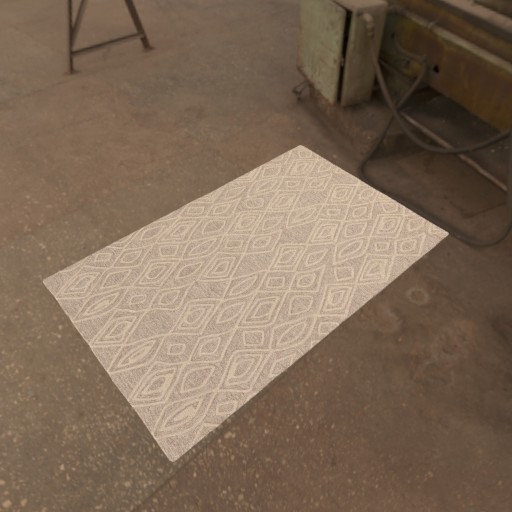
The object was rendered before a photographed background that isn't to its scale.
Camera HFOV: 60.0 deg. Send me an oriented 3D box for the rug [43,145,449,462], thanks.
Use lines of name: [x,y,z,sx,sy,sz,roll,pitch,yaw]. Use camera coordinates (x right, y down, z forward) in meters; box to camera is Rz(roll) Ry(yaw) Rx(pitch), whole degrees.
rug: [0.000,0.000,3.102,2.442,0.010,1.546,-33,55,-27]
